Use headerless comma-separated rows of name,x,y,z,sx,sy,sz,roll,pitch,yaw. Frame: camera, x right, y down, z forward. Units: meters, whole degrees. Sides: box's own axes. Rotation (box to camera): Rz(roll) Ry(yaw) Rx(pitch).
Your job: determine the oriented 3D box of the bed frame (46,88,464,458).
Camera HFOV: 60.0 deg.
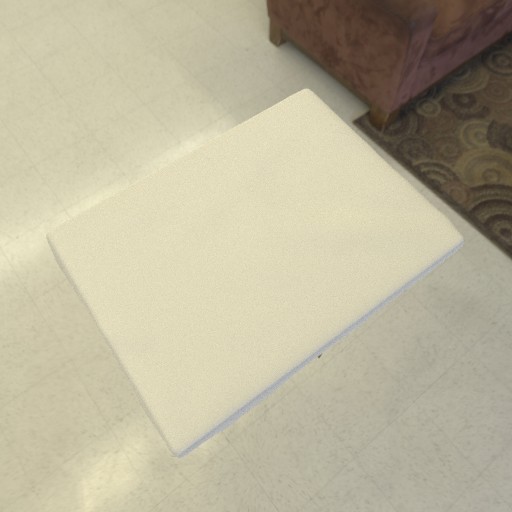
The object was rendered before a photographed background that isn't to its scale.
bed frame,0.000,0.000,2.966,2.151,0.667,1.584,-33,69,-14
